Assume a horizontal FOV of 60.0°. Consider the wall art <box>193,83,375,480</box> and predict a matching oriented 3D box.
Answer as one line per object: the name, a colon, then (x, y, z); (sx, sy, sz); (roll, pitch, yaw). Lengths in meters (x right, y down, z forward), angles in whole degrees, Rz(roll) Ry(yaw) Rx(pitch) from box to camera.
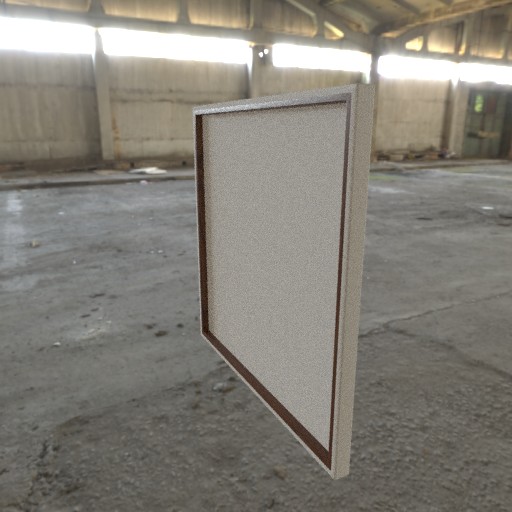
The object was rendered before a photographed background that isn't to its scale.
wall art: (0.000, 0.000, 1.129); (0.037, 0.757, 0.757); (-8, 18, -27)
